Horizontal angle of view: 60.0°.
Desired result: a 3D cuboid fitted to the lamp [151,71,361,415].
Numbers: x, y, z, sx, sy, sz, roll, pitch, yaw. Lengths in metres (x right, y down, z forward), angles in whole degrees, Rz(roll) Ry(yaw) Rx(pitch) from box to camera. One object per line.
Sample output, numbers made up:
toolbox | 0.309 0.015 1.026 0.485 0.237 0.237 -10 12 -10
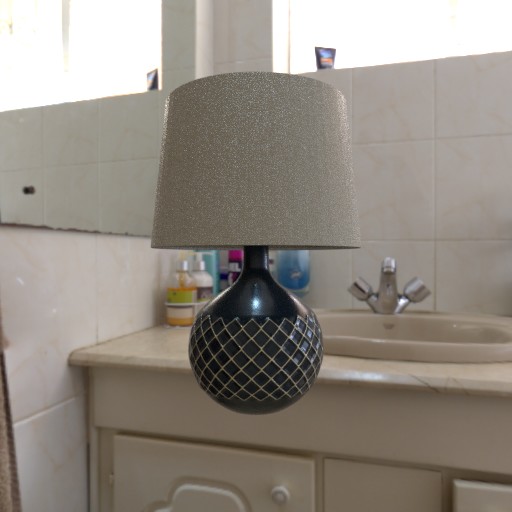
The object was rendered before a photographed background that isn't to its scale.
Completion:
lamp | 0.000 0.000 0.812 0.376 0.540 0.376 0 0 0
